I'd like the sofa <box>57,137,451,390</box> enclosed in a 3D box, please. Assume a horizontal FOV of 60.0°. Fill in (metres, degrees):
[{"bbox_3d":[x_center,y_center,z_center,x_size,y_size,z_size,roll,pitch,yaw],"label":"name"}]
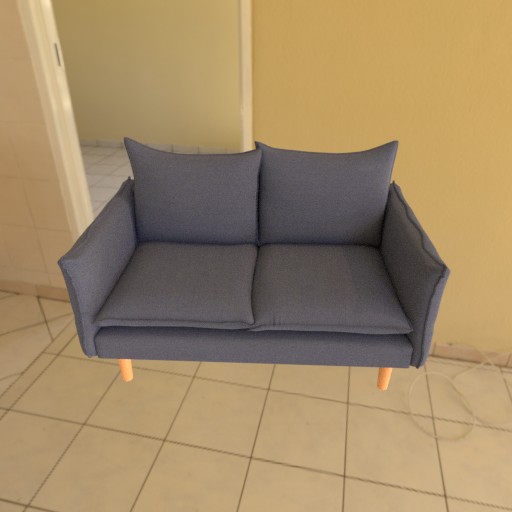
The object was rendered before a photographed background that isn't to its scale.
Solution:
[{"bbox_3d":[0.000,0.000,1.829,1.300,0.840,0.820,1,29,2],"label":"sofa"}]
